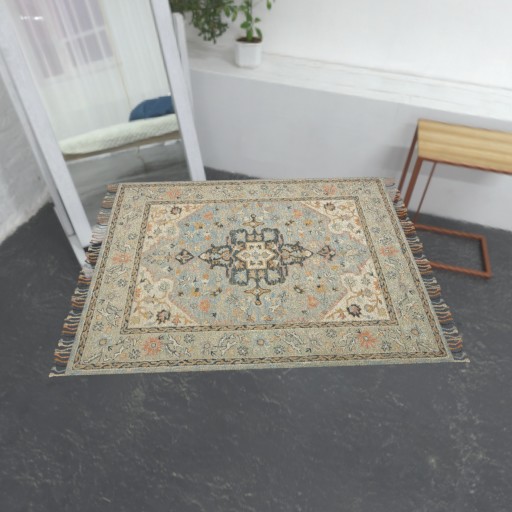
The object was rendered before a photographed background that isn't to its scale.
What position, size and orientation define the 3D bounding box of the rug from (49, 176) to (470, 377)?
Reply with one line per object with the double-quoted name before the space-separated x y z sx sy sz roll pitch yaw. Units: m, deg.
"rug" 0.000 0.000 4.169 3.221 0.011 2.379 -2 46 -2
